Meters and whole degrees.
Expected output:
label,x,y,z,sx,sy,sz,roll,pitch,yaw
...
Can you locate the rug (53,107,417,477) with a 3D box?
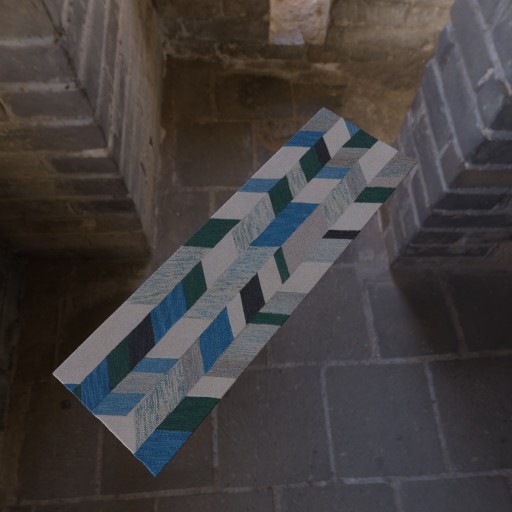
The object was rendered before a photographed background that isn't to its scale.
label,x,y,z,sx,sy,sz,roll,pitch,yaw
rug,0.000,0.000,2.643,0.774,0.008,2.437,37,70,16
